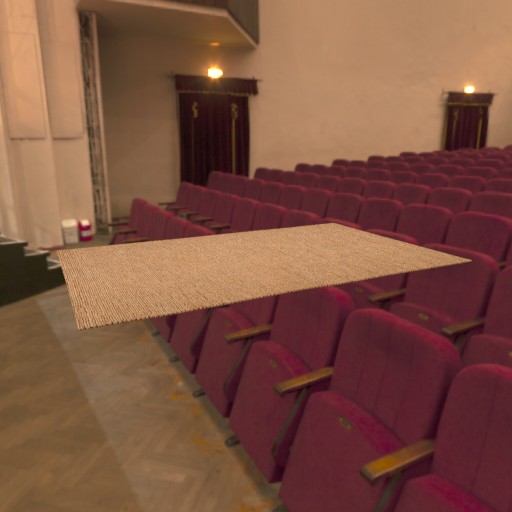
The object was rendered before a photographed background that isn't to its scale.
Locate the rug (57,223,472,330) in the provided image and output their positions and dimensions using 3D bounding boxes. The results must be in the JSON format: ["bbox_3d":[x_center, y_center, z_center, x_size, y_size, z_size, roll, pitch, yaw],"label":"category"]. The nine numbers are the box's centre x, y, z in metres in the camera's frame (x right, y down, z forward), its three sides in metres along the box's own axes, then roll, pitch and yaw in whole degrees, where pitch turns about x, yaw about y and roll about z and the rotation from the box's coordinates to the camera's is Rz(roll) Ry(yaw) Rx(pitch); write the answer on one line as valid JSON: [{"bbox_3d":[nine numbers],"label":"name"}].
[{"bbox_3d":[0.000,0.000,3.056,2.439,0.011,1.533,-7,16,-26],"label":"rug"}]
